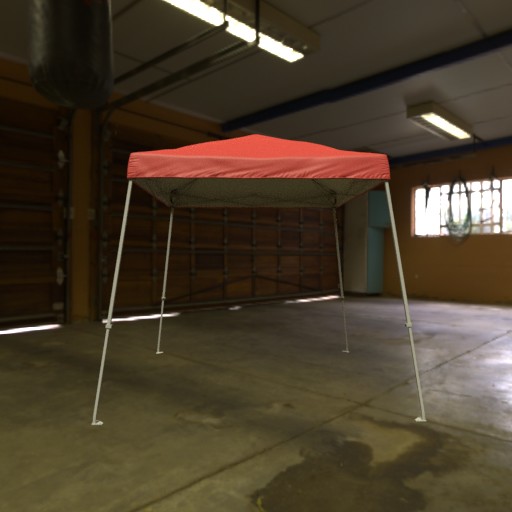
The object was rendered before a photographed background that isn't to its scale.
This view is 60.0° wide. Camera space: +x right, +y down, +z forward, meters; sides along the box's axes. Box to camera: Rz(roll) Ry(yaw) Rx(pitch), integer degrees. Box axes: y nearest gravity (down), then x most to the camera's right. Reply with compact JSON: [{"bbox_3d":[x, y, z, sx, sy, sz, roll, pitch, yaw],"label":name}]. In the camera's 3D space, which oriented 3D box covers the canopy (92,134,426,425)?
[{"bbox_3d":[0.000,0.000,5.192,2.848,2.849,2.849,0,0,-2],"label":"canopy"}]
